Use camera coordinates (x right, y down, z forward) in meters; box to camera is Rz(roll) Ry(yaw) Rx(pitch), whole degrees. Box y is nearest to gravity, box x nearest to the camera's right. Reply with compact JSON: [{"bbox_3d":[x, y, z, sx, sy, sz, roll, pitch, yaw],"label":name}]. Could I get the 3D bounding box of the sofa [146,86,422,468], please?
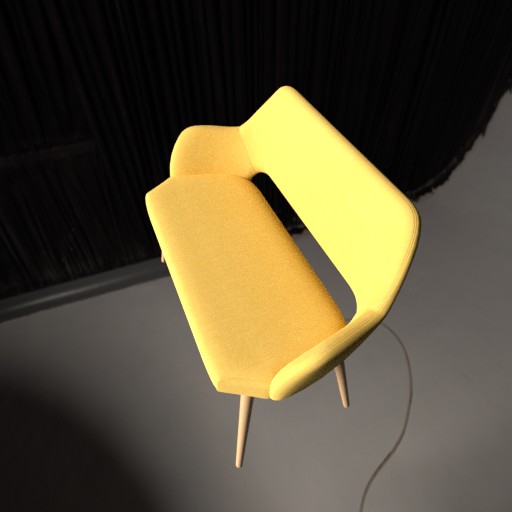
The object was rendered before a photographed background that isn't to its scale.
[{"bbox_3d":[0.000,0.000,1.589,0.610,0.840,1.150,-17,48,-15],"label":"sofa"}]
